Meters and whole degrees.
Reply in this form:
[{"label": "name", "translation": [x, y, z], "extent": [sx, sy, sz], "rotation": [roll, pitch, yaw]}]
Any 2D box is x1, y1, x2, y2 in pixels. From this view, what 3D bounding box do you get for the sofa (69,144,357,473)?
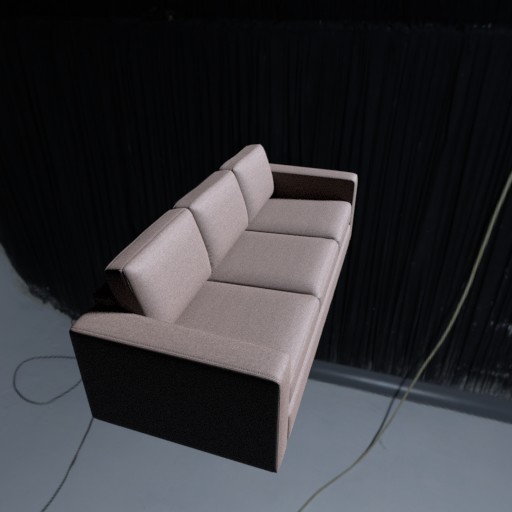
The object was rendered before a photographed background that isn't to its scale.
[{"label": "sofa", "translation": [0.000, 0.000, 2.608], "extent": [0.900, 0.806, 2.160], "rotation": [10, 32, 16]}]
